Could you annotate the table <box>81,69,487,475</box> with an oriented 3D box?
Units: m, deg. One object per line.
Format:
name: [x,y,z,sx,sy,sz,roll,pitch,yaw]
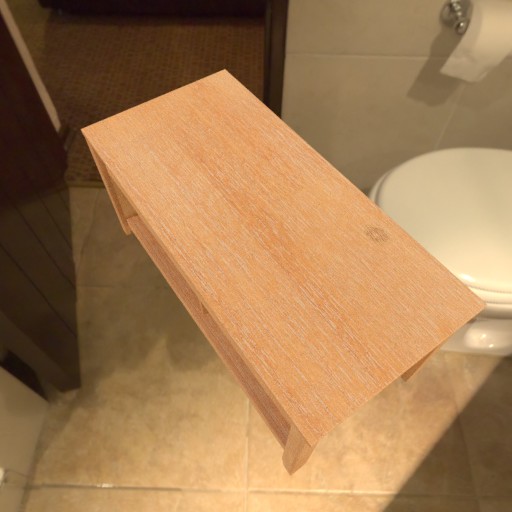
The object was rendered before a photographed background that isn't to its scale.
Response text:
table: [0.000,0.000,1.280,0.483,0.457,1.016,-31,62,-19]
